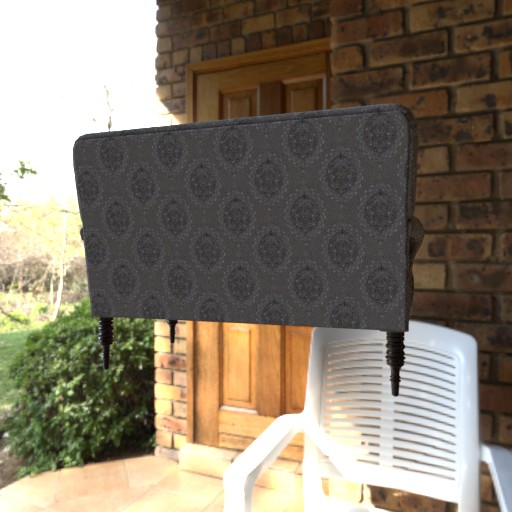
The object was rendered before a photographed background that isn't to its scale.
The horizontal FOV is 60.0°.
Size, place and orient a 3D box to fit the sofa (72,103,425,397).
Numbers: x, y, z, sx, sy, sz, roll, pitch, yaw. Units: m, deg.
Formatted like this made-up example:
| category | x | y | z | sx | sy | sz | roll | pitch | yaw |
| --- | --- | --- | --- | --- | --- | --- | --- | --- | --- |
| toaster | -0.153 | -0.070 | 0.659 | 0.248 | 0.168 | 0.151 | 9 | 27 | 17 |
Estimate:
| category | x | y | z | sx | sy | sz | roll | pitch | yaw |
| --- | --- | --- | --- | --- | --- | --- | --- | --- | --- |
| sofa | 0.000 | 0.000 | 1.798 | 1.297 | 0.889 | 0.779 | 0 | 0 | 18 |
